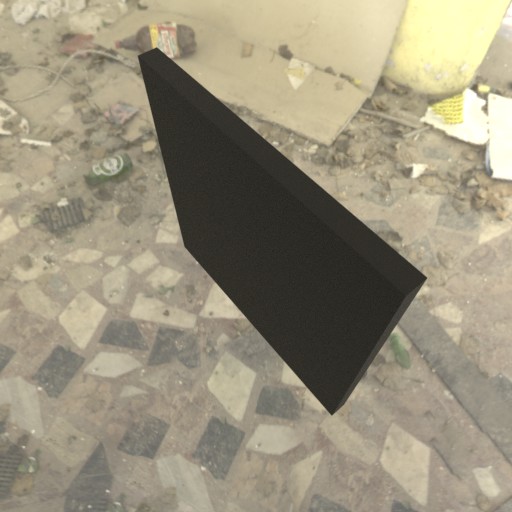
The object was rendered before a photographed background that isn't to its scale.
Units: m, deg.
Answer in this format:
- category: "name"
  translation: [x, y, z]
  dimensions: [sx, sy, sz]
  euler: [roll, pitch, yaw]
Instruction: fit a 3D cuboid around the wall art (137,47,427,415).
- category: "wall art"
  translation: [0.000, 0.000, 0.691]
  dimensions: [0.030, 0.458, 0.462]
  euler: [-34, 64, -20]
